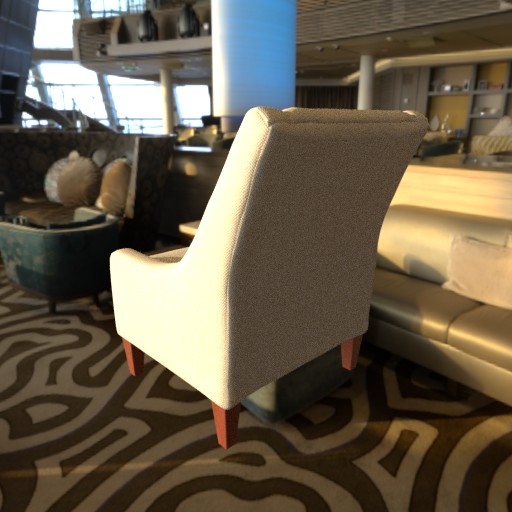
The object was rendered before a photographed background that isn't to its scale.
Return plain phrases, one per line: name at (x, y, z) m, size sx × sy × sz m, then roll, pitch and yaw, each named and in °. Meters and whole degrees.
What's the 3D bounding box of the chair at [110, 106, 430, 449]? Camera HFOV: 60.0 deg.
chair at (0.000, 0.000, 1.628) m, size 0.774 × 1.014 × 0.870 m, roll -16°, pitch 23°, yaw -41°
